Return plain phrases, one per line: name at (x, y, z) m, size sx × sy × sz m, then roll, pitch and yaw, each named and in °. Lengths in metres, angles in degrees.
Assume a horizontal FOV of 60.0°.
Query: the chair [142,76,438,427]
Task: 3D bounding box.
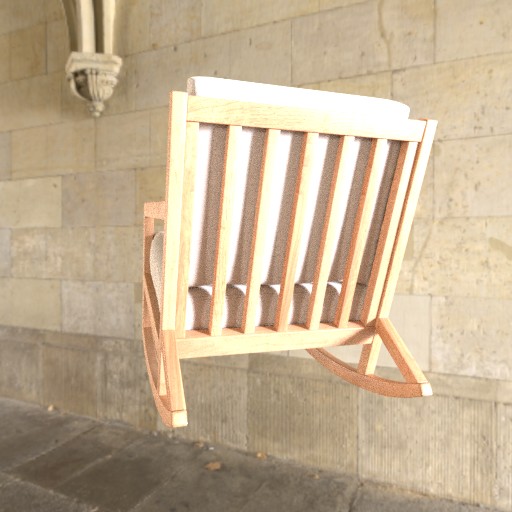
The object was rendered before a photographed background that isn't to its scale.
chair at (0.000, 0.000, 1.360) m, size 0.622 × 0.790 × 0.857 m, roll 0°, pitch 1°, yaw -18°
